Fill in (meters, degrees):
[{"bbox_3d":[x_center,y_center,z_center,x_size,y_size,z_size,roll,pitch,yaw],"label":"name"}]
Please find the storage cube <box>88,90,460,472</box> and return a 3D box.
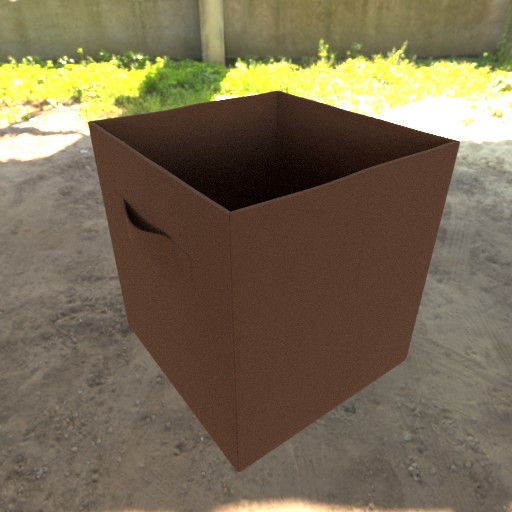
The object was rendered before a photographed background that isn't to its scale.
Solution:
[{"bbox_3d":[0.000,0.000,0.498,0.270,0.280,0.270,-21,38,-30],"label":"storage cube"}]
